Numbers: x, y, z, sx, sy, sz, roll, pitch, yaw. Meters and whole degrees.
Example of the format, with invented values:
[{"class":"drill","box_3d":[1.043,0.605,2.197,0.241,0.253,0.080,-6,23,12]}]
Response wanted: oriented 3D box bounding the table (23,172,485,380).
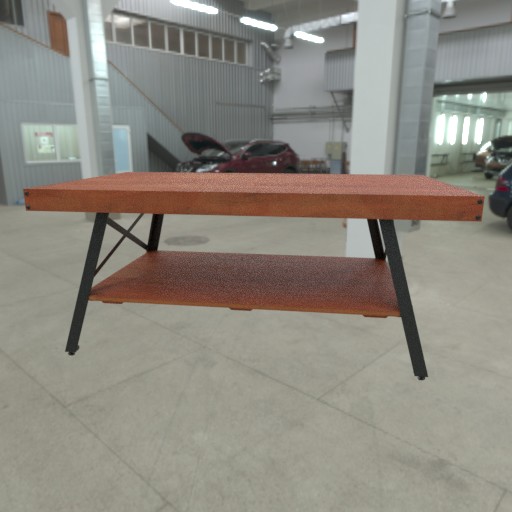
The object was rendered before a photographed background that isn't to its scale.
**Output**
[{"class":"table","box_3d":[0.000,0.000,1.361,1.067,0.457,0.610,2,15,8]}]
